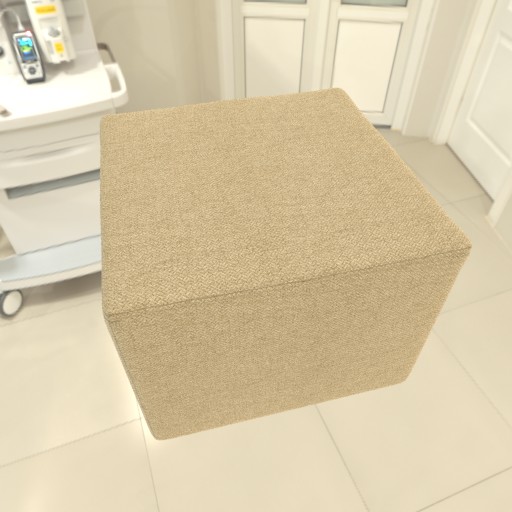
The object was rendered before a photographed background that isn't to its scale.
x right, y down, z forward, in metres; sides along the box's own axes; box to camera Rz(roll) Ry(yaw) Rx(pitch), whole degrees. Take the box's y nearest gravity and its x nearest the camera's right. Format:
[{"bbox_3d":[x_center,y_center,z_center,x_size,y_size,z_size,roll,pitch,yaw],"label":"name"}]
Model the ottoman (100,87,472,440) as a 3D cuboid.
[{"bbox_3d":[0.000,0.000,0.865,0.508,0.432,0.508,-10,46,-10],"label":"ottoman"}]
